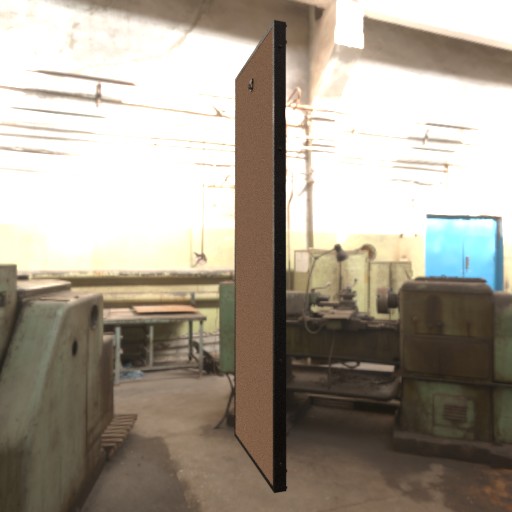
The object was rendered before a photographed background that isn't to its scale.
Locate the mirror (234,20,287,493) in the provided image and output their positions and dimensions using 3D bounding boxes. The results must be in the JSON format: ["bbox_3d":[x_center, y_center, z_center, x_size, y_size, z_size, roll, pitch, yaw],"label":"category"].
[{"bbox_3d":[0.000,0.000,1.175,0.042,1.080,0.354,0,-1,-18],"label":"mirror"}]
